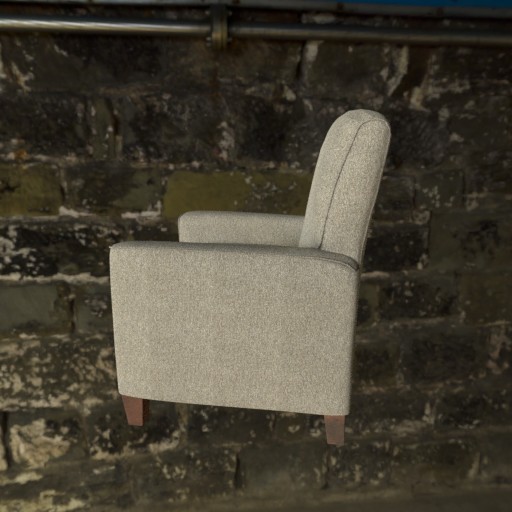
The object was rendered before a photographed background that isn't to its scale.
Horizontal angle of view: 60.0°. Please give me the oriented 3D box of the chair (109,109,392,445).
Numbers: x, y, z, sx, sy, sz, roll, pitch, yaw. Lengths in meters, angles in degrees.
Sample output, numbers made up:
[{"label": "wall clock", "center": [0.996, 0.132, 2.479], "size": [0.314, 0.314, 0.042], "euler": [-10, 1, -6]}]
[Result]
[{"label": "chair", "center": [0.000, 0.000, 1.687], "size": [0.858, 1.028, 0.841], "euler": [2, 13, 8]}]
